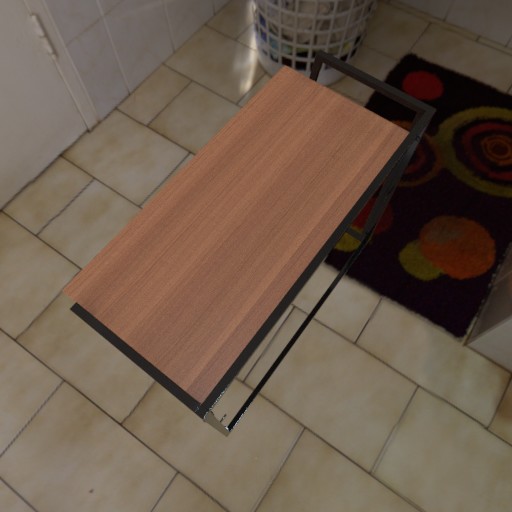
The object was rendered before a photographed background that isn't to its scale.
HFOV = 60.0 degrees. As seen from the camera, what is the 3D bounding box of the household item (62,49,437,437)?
[{"bbox_3d":[0.000,0.000,1.548,0.510,0.860,1.050,34,70,14],"label":"household item"}]
